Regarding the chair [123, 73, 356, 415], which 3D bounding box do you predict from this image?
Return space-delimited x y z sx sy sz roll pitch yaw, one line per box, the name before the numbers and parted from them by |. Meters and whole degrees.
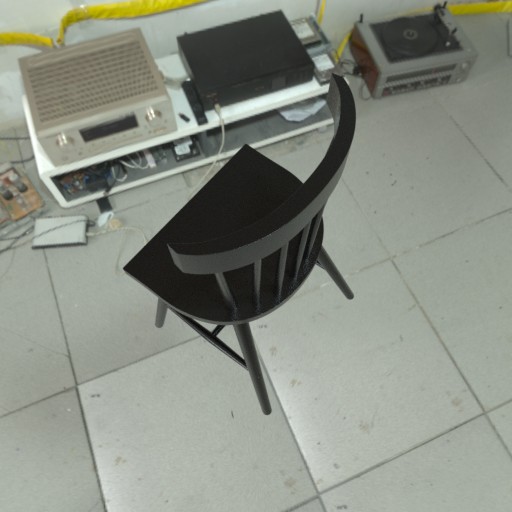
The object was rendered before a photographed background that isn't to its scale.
chair | 0.000 0.000 1.134 0.483 0.844 0.506 35 69 15
